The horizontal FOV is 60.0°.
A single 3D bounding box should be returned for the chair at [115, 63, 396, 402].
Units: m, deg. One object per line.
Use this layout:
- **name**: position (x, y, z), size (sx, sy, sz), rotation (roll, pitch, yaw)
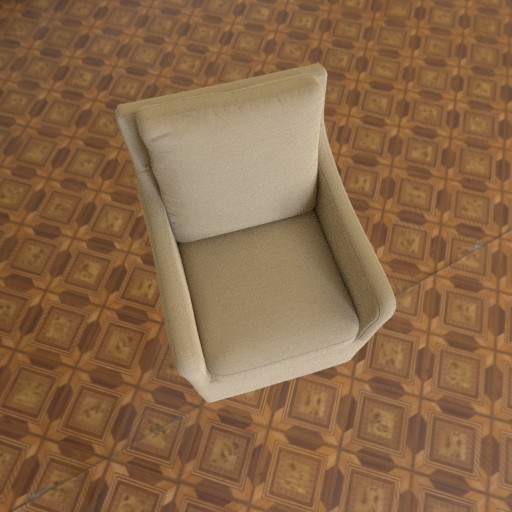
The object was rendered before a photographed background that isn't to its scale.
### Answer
- **chair**: position (0.000, 0.000, 1.417), size (0.626, 0.914, 0.694), rotation (-15, 65, -7)
